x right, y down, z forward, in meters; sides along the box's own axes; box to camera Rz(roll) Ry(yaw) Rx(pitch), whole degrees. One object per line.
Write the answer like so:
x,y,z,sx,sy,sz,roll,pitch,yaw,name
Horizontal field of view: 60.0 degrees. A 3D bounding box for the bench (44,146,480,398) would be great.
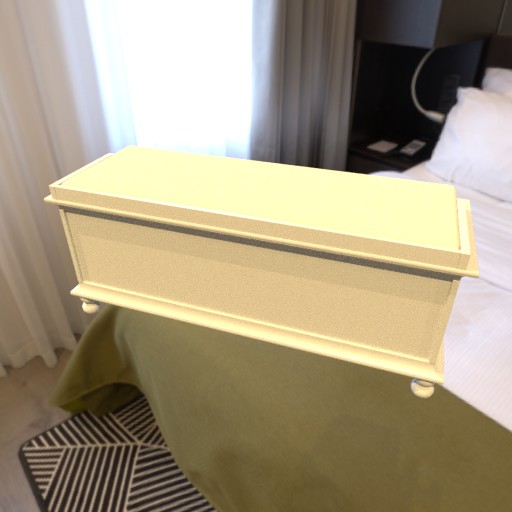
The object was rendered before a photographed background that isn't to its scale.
0.000,0.000,1.406,1.185,0.486,0.402,11,34,16,bench
